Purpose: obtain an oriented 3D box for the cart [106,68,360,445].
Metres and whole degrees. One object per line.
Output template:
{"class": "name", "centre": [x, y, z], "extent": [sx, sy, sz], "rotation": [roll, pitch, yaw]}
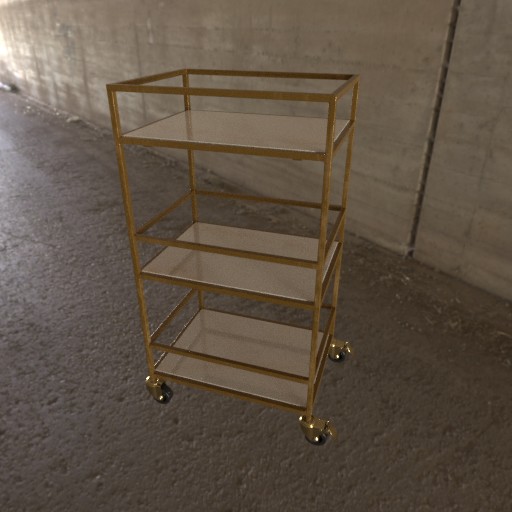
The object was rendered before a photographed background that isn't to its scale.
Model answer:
{"class": "cart", "centre": [0.000, 0.000, 1.021], "extent": [0.483, 0.761, 0.332], "rotation": [9, 29, 16]}
